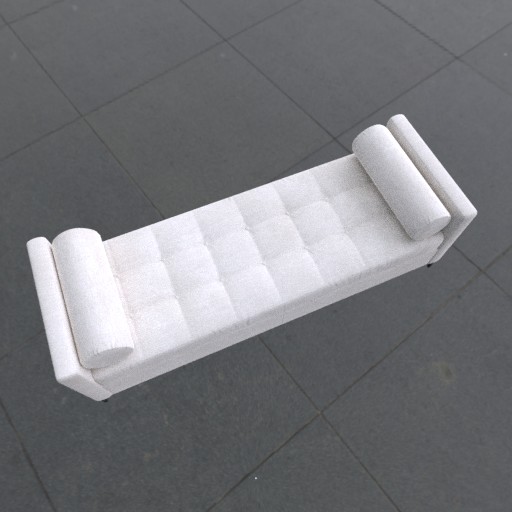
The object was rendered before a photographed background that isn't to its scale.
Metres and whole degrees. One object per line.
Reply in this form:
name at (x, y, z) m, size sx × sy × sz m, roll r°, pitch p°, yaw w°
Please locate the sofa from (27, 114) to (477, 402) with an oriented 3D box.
sofa at (0.000, 0.000, 2.302) m, size 1.981 × 0.635 × 0.686 m, roll -21°, pitch 65°, yaw -10°
